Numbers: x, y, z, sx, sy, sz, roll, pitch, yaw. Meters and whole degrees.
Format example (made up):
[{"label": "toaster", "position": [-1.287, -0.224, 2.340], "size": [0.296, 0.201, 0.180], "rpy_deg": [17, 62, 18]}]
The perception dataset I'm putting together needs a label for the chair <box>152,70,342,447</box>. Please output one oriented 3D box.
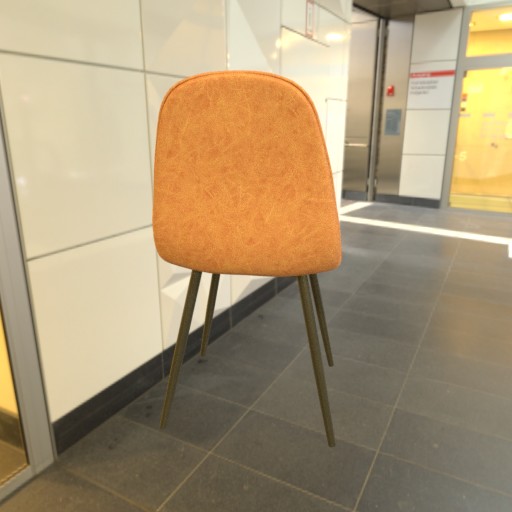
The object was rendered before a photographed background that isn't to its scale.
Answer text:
[{"label": "chair", "position": [0.000, 0.000, 1.220], "size": [0.472, 0.889, 0.561], "rpy_deg": [3, 17, 9]}]
